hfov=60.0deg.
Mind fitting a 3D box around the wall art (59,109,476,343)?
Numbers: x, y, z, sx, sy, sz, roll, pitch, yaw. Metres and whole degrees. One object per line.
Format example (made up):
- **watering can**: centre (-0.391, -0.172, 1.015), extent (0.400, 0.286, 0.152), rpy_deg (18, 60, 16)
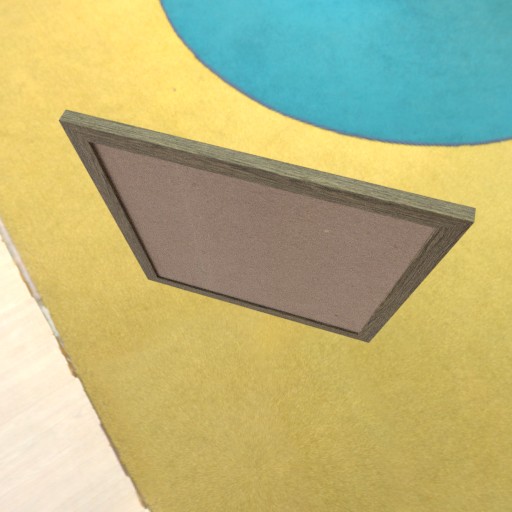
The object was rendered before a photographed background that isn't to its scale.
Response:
- **wall art**: centre (0.000, 0.000, 0.752), extent (0.508, 0.508, 0.019), rpy_deg (15, 65, 7)
